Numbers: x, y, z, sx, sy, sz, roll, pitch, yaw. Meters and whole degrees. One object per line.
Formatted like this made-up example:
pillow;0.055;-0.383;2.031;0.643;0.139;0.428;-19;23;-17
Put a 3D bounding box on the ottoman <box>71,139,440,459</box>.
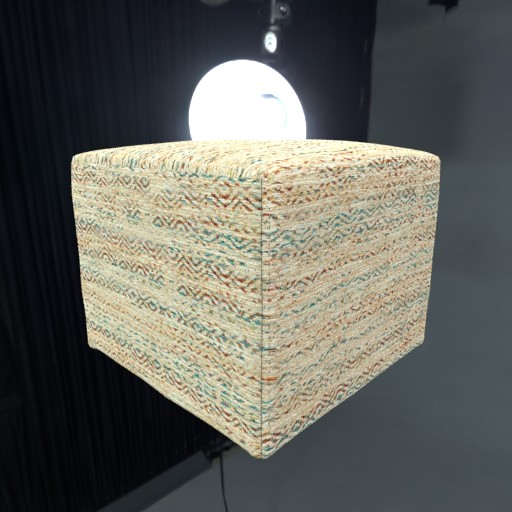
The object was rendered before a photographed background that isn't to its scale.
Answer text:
ottoman;0.000;0.000;0.889;0.521;0.453;0.512;14;21;42
